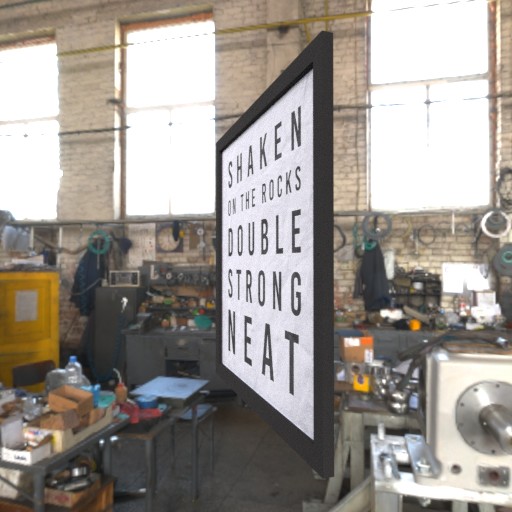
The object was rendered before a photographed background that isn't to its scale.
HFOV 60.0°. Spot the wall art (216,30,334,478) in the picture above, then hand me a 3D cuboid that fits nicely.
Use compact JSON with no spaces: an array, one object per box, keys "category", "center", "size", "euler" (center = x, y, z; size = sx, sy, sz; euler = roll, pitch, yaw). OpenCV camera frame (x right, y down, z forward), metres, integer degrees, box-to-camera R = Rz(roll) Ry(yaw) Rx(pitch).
[{"category":"wall art","center":[0.000,0.000,0.670],"size":[0.013,0.458,0.456],"euler":[0,-1,-19]}]
